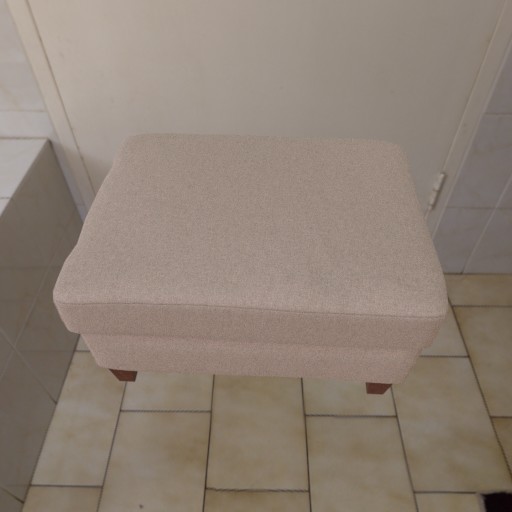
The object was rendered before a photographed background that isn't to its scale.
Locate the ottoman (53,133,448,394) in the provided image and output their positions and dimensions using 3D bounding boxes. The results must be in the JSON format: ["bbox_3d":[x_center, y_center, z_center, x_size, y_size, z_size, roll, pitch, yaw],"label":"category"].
[{"bbox_3d":[0.000,0.000,1.334,0.902,0.511,0.692,2,47,2],"label":"ottoman"}]
